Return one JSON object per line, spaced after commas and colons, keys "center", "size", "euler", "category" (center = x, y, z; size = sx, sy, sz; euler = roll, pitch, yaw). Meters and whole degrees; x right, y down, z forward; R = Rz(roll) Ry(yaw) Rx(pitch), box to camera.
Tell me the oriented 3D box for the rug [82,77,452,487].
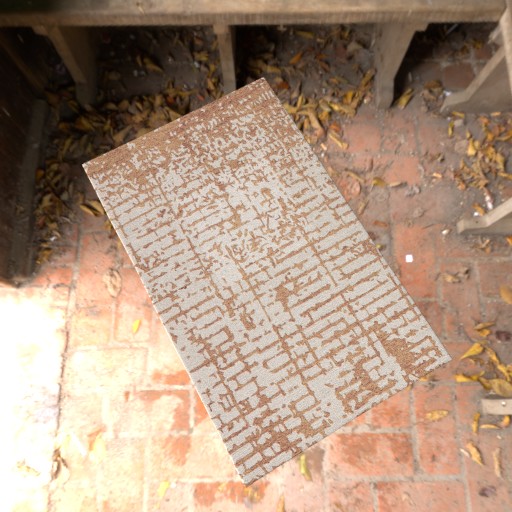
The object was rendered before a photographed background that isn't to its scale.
{"center": [0.000, 0.000, 3.023], "size": [1.517, 0.011, 2.435], "euler": [-29, 76, -8], "category": "rug"}
